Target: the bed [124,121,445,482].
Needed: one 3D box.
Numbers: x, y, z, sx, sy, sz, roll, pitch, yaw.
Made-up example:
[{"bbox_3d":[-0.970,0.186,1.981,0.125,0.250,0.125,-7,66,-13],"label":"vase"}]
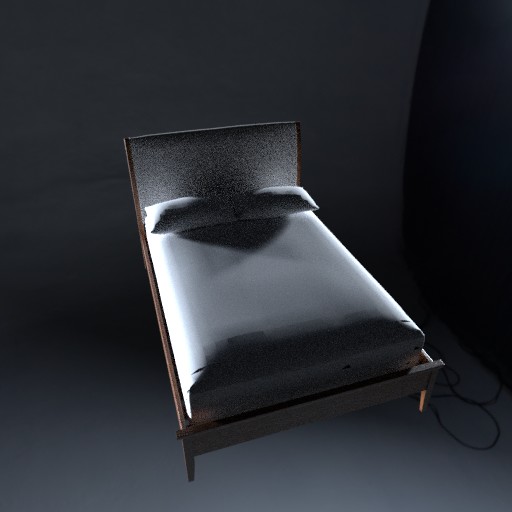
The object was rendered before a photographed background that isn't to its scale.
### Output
[{"bbox_3d":[0.000,0.000,3.293,1.612,1.250,2.380,-10,34,-15],"label":"bed"}]
